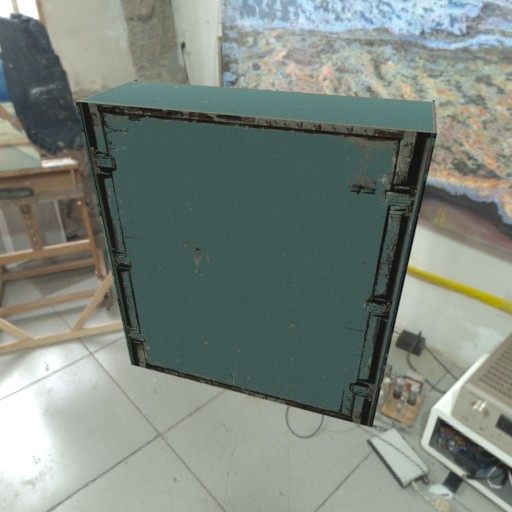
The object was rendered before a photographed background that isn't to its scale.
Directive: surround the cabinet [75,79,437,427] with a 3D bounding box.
[{"bbox_3d":[0.000,0.000,3.182,2.000,2.160,0.680,10,34,15],"label":"cabinet"}]
